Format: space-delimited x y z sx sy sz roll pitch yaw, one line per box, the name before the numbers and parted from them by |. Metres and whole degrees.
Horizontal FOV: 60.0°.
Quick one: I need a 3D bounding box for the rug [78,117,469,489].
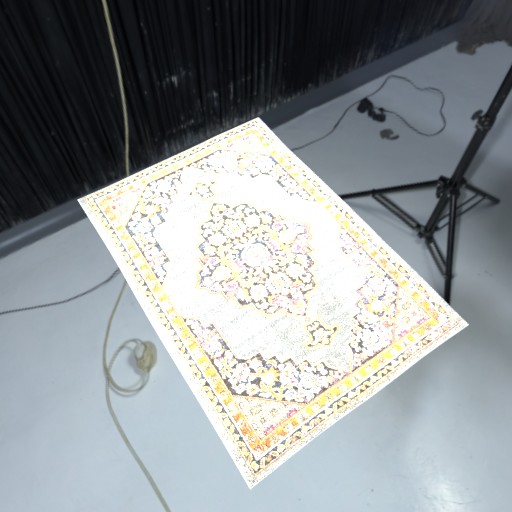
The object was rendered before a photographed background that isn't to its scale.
rug | 0.000 0.000 3.776 2.043 0.026 2.901 -30 62 -18
